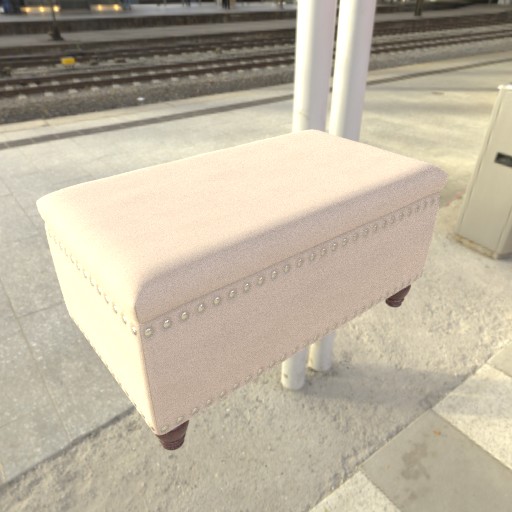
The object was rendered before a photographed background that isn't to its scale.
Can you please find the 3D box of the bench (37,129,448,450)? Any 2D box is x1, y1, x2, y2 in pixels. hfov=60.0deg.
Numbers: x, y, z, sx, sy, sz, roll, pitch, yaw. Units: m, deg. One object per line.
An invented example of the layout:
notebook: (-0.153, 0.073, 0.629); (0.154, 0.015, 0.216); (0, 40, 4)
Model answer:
bench: (0.000, 0.000, 1.173); (0.887, 0.449, 0.500); (-23, 38, -33)
